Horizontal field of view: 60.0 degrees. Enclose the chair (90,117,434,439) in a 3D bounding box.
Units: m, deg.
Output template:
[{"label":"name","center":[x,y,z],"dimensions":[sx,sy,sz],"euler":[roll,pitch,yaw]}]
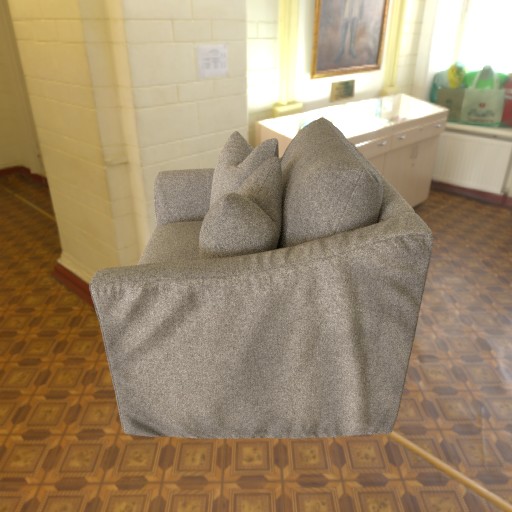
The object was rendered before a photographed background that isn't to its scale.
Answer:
[{"label":"chair","center":[0.000,0.000,1.980],"dimensions":[1.071,1.059,1.194],"euler":[0,27,-1]}]
